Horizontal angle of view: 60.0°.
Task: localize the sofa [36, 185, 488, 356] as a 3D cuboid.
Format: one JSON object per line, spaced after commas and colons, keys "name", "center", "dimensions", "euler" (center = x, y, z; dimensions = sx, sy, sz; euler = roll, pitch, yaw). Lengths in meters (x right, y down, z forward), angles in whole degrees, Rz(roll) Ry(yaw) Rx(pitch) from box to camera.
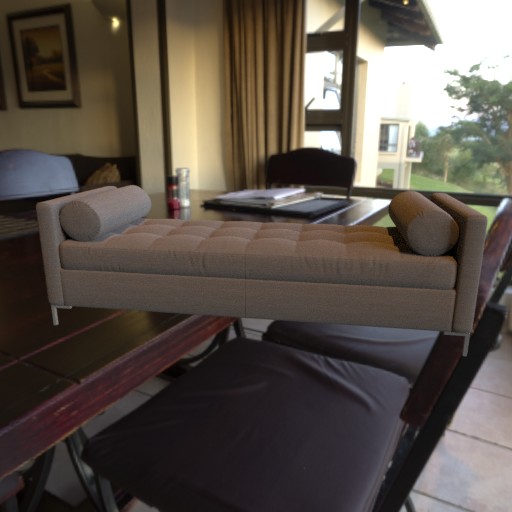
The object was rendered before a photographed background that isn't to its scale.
{"name": "sofa", "center": [0.000, 0.000, 2.308], "dimensions": [1.981, 0.635, 0.686], "euler": [3, 16, 9]}
